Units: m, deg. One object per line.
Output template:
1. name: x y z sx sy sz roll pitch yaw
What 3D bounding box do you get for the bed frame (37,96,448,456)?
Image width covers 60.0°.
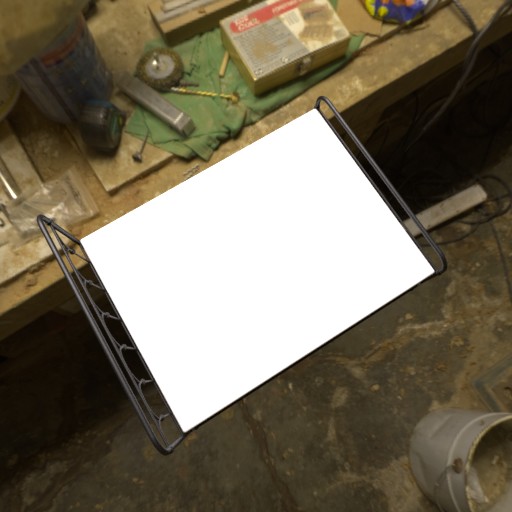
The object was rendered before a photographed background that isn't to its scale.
1. bed frame: 0.000 0.000 3.228 2.203 1.276 1.664 -31 78 -7
